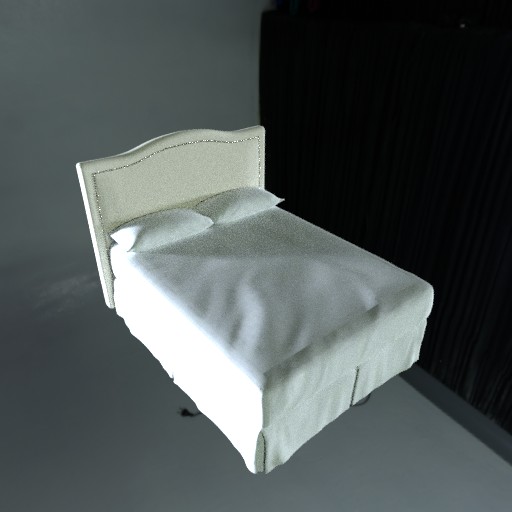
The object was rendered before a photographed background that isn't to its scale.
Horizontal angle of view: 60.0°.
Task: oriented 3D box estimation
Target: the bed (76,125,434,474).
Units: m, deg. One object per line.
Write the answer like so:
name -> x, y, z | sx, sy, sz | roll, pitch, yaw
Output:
bed -> 0.000, 0.000, 3.365 | 1.753, 1.460, 2.143 | -22, 37, -32
